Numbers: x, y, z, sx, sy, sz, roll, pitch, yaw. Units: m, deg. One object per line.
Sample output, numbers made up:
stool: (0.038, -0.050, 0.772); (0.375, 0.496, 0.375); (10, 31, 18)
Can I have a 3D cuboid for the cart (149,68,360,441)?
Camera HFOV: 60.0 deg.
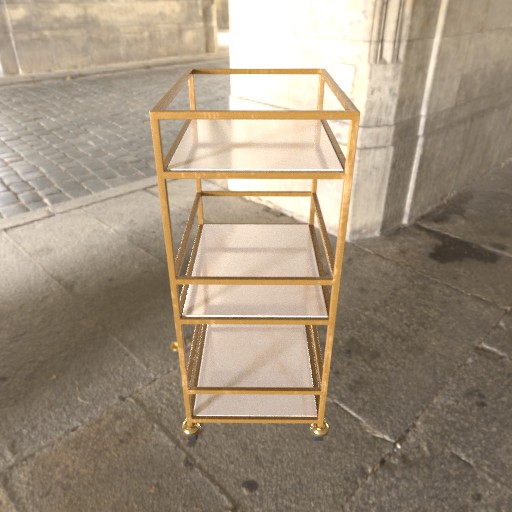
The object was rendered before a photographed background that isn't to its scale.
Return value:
cart: (0.000, 0.000, 1.030); (0.332, 0.761, 0.483); (0, 31, 0)
